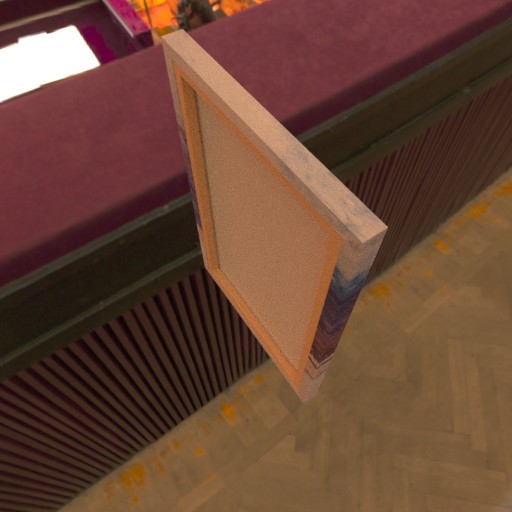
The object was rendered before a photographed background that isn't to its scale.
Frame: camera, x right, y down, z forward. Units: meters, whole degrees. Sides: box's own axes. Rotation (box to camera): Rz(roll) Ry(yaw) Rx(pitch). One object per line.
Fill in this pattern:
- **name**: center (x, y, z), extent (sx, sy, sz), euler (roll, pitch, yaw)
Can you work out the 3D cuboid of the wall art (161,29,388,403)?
- **wall art**: center (0.000, 0.000, 1.107), extent (0.048, 0.874, 0.583), euler (-30, 63, -17)
